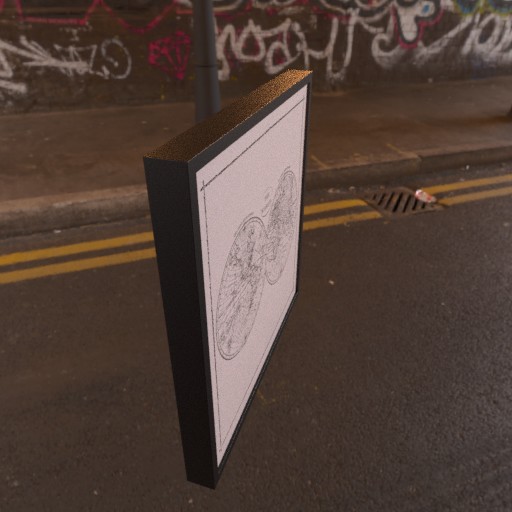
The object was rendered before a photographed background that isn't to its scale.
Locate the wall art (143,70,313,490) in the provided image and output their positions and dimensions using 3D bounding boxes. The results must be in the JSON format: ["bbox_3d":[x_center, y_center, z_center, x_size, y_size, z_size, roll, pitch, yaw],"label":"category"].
[{"bbox_3d":[0.000,0.000,0.468,0.029,0.318,0.327,10,33,16],"label":"wall art"}]
